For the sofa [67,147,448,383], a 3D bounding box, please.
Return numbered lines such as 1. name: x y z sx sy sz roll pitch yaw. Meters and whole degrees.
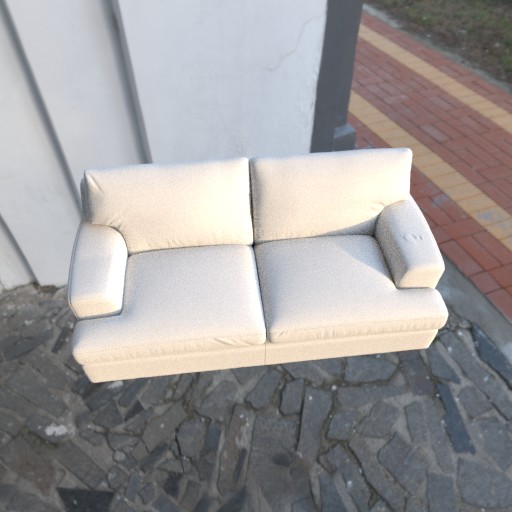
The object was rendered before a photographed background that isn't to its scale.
1. sofa: 0.000 0.000 2.833 2.261 0.940 1.143 -5 48 -4
